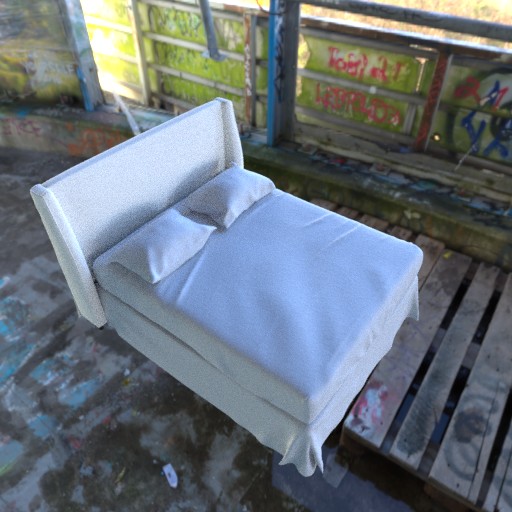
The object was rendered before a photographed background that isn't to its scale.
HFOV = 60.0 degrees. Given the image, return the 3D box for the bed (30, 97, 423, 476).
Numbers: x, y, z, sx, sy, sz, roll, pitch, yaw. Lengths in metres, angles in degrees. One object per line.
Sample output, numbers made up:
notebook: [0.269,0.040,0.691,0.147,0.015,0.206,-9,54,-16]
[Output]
bed: [0.000,0.000,3.346,2.276,1.332,1.925,27,48,27]
